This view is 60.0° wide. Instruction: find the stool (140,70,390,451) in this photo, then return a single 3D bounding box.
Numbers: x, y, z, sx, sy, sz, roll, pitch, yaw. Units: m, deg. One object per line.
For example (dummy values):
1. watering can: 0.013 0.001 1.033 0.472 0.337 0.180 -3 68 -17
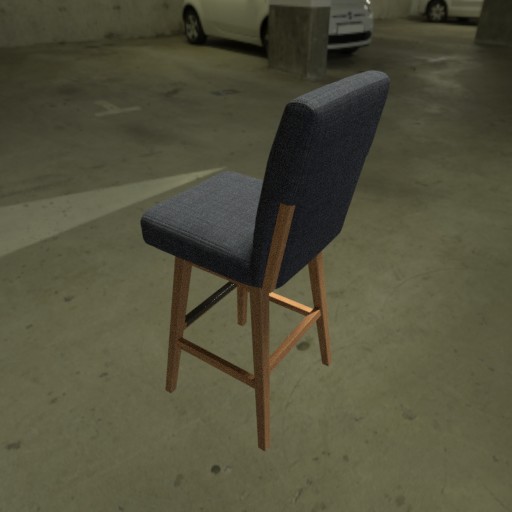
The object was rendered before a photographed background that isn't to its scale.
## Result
1. stool: 0.000 0.000 1.409 0.570 1.112 0.483 20 37 29
